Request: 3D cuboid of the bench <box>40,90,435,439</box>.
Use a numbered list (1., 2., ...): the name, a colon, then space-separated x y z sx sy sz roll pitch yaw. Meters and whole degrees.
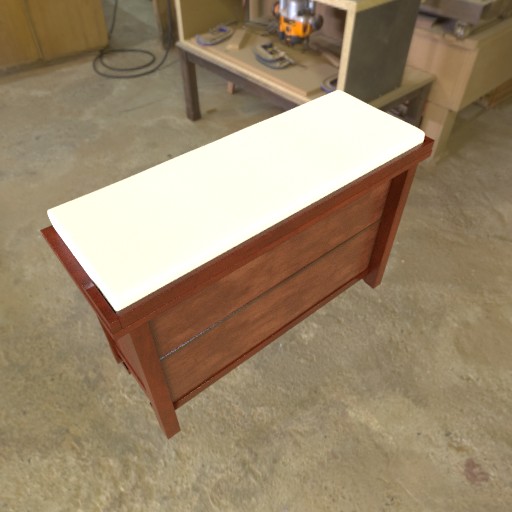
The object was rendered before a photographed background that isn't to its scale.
1. bench: 0.000 0.000 1.329 0.987 0.646 0.369 -30 53 -26
